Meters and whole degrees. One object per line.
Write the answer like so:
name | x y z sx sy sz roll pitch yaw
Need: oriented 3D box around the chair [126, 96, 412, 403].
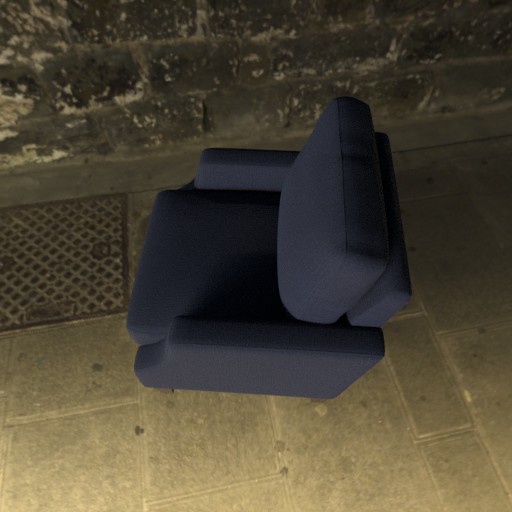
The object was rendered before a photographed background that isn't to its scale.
chair | 0.000 0.000 1.661 0.897 0.991 0.855 3 57 2
